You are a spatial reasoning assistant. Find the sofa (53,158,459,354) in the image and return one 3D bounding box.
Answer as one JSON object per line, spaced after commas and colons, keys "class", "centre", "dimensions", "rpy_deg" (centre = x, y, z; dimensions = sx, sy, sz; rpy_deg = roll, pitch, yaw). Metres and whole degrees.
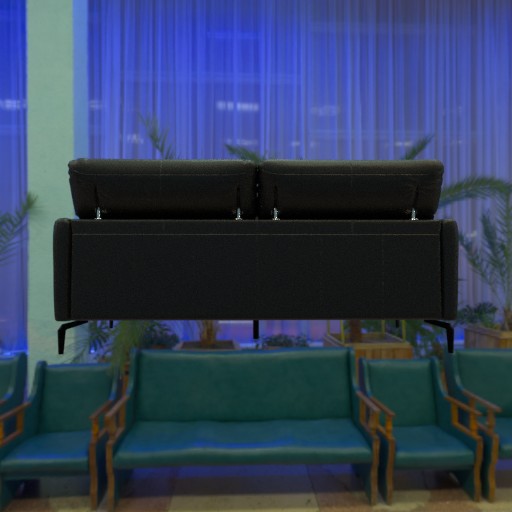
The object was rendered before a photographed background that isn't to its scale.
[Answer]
{"class": "sofa", "centre": [0.000, 0.000, 2.560], "dimensions": [2.069, 0.957, 0.856], "rpy_deg": [0, 0, -1]}
